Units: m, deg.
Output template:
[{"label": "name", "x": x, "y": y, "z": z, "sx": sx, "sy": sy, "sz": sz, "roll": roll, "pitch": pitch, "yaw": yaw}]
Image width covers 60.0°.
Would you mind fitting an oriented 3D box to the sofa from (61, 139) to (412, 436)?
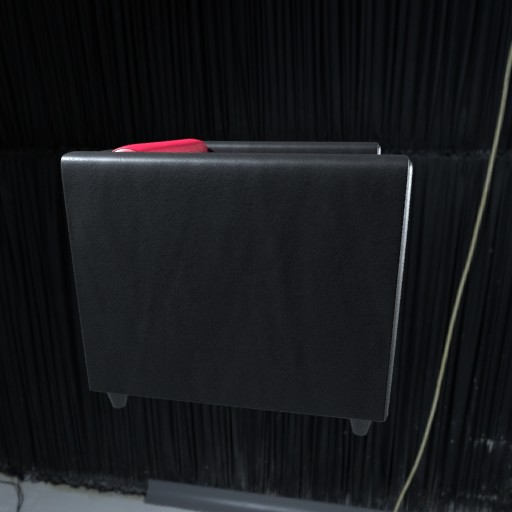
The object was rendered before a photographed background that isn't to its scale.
[{"label": "sofa", "x": 0.000, "y": 0.000, "z": 1.453, "sx": 0.809, "sy": 0.724, "sz": 0.839, "roll": 3, "pitch": 17, "yaw": 9}]
